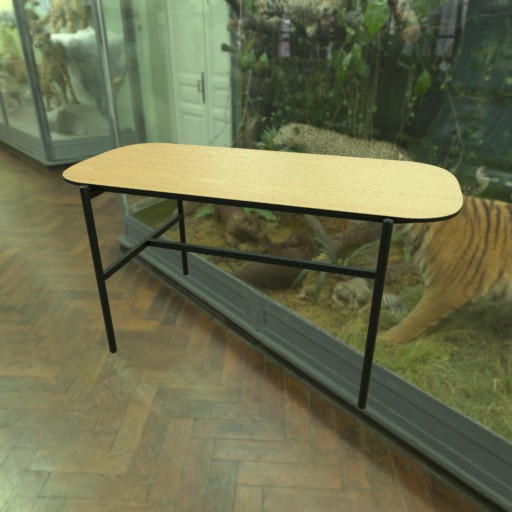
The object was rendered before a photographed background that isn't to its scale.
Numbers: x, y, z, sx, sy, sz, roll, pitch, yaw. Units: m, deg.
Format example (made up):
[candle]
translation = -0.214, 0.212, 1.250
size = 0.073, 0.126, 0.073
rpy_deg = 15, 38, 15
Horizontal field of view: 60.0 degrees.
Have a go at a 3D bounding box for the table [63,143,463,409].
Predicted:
[table]
translation = 0.000, 0.000, 1.024
size = 0.800, 0.400, 0.400
rpy_deg = 8, 28, 16
